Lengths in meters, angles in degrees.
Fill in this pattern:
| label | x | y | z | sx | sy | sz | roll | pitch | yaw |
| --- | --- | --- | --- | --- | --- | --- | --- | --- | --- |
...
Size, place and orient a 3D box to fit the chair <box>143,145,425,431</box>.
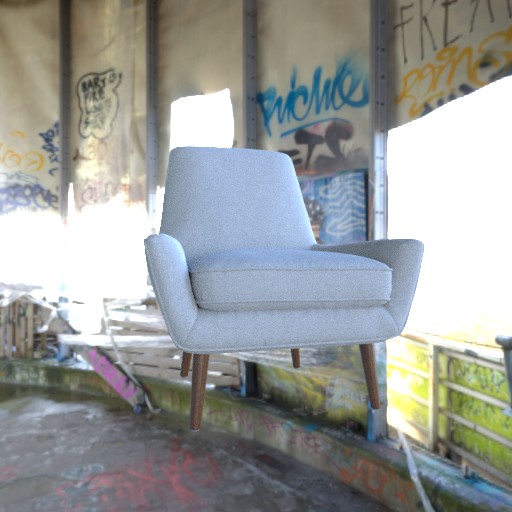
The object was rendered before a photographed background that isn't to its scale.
| label | x | y | z | sx | sy | sz | roll | pitch | yaw |
| --- | --- | --- | --- | --- | --- | --- | --- | --- | --- |
| chair | 0.000 | 0.000 | 1.518 | 0.787 | 0.888 | 0.822 | 0 | 0 | -17 |
